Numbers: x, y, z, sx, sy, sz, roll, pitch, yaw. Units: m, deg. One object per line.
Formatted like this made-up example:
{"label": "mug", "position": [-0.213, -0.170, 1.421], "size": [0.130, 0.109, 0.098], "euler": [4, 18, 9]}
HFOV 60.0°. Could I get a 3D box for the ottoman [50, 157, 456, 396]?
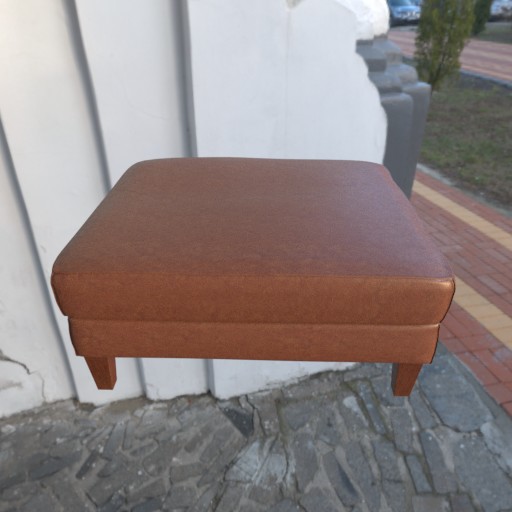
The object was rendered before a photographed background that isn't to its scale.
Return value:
{"label": "ottoman", "position": [0.000, 0.000, 1.475], "size": [0.987, 0.472, 0.836], "euler": [1, 31, 1]}
